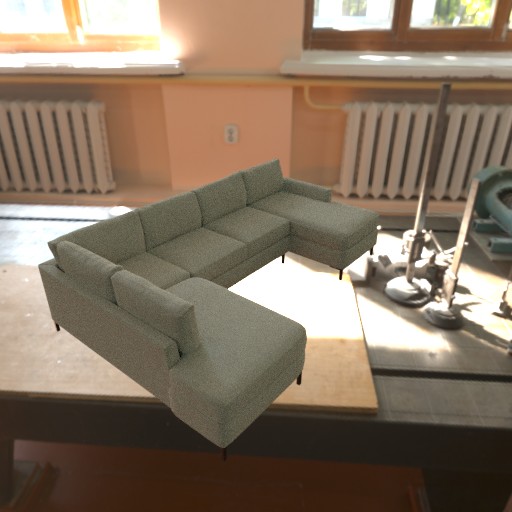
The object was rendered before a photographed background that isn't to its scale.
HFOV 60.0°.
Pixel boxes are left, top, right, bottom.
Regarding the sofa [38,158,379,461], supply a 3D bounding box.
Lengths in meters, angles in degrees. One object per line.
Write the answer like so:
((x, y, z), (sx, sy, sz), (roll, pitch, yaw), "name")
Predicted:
((0.000, 0.000, 3.913), (1.989, 0.862, 2.984), (21, 35, 34), "sofa")
